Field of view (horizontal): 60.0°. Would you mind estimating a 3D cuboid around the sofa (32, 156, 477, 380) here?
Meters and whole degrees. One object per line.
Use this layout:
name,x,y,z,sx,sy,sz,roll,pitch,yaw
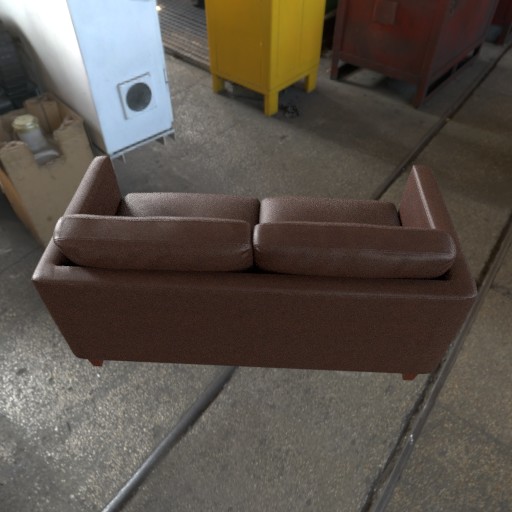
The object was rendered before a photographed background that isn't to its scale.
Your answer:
sofa,0.000,0.000,2.352,1.883,0.933,0.951,2,47,2
